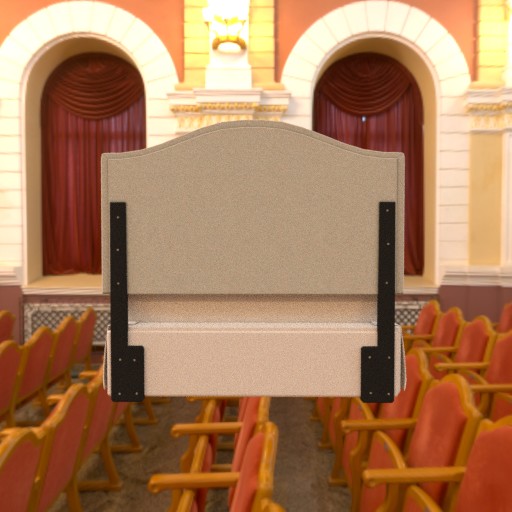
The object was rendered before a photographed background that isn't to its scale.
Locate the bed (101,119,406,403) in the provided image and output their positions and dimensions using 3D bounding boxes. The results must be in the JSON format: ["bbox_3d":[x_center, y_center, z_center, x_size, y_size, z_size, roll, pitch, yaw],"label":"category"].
[{"bbox_3d":[0.000,0.000,3.582,1.813,1.607,2.180,0,1,1],"label":"bed"}]
